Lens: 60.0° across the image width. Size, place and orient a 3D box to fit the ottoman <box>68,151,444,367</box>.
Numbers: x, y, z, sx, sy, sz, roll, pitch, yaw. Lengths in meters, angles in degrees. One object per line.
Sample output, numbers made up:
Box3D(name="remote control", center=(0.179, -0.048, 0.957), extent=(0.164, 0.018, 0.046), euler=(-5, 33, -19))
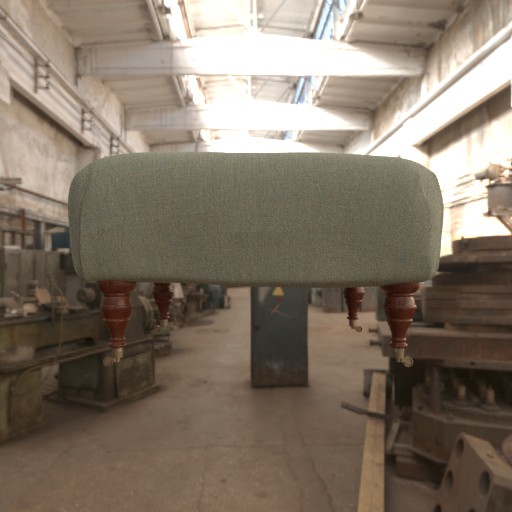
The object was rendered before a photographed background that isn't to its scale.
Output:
Box3D(name="ottoman", center=(0.000, 0.000, 1.120), extent=(0.747, 0.450, 0.622), euler=(0, -1, 0))
